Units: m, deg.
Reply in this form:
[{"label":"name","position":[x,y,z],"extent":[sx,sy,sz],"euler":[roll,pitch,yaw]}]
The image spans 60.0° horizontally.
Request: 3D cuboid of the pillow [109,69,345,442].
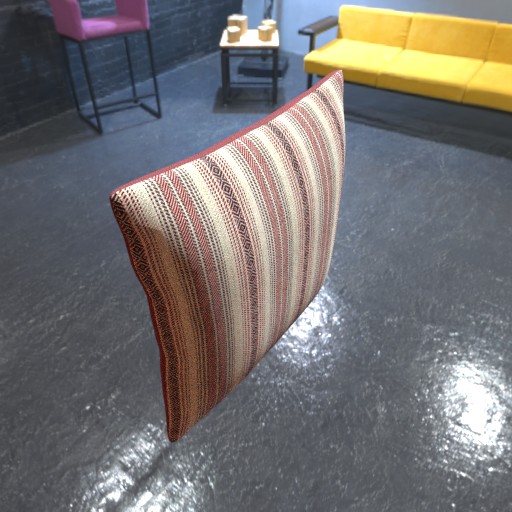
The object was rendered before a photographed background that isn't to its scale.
[{"label":"pillow","position":[0.000,0.000,0.769],"extent":[0.166,0.497,0.513],"euler":[25,46,27]}]
